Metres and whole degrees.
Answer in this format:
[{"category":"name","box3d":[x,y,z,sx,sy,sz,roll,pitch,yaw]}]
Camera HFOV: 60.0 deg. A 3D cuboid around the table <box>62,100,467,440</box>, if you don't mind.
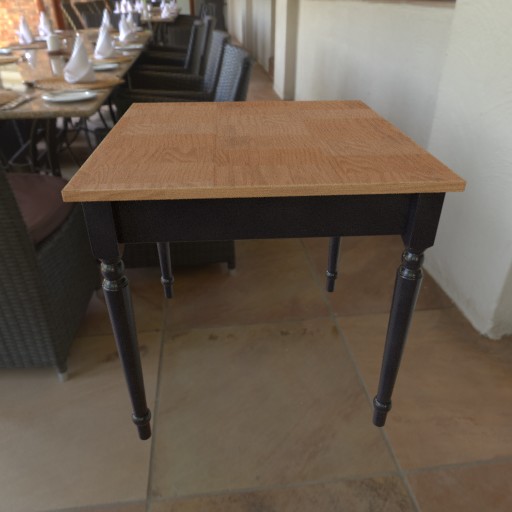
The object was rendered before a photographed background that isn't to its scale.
[{"category":"table","box3d":[0.000,0.000,1.321,0.747,0.738,0.747,-2,31,-3]}]
